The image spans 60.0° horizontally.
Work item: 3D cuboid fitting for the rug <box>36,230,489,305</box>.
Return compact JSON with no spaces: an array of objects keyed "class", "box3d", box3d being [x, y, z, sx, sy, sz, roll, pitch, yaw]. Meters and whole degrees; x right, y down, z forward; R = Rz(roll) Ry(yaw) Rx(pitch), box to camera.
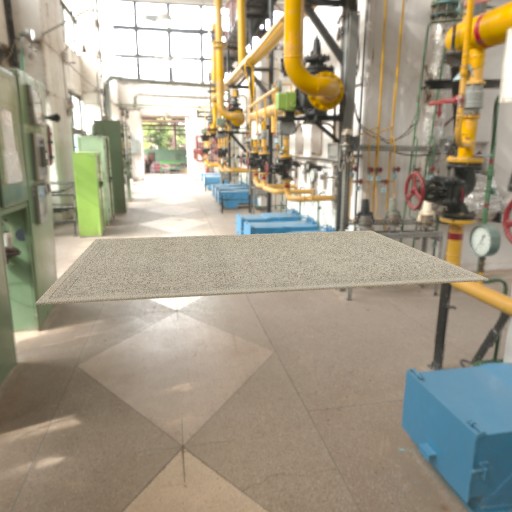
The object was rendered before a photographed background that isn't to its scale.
[{"class":"rug","box3d":[0.000,0.000,2.336,1.829,0.010,1.219,-2,13,-9]}]
